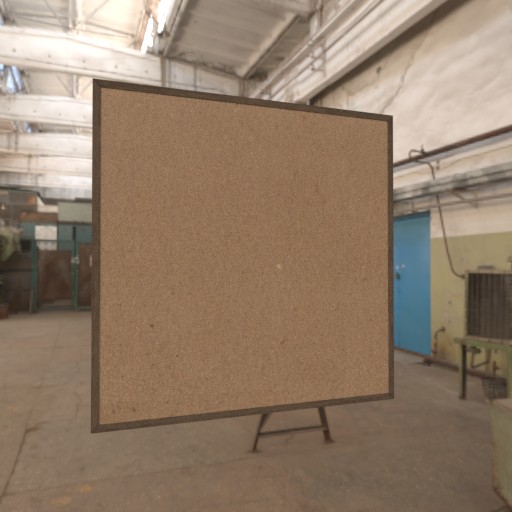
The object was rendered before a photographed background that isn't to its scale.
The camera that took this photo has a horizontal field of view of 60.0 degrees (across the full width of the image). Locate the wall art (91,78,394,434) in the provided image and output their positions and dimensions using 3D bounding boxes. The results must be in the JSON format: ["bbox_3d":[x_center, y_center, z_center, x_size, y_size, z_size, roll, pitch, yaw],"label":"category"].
[{"bbox_3d":[0.000,0.000,0.732,0.508,0.508,0.038,0,-1,-19],"label":"wall art"}]
